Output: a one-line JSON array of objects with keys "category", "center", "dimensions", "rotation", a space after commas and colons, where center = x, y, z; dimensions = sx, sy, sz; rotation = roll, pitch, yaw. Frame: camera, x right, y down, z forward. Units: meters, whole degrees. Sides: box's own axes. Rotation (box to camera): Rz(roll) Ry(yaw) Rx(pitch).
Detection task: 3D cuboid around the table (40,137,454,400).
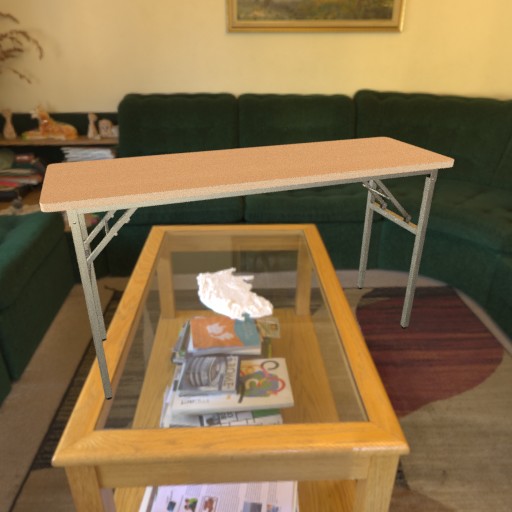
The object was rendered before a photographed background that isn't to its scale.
[{"category": "table", "center": [0.000, 0.000, 1.750], "dimensions": [1.397, 0.750, 0.446], "rotation": [-9, 28, -18]}]
